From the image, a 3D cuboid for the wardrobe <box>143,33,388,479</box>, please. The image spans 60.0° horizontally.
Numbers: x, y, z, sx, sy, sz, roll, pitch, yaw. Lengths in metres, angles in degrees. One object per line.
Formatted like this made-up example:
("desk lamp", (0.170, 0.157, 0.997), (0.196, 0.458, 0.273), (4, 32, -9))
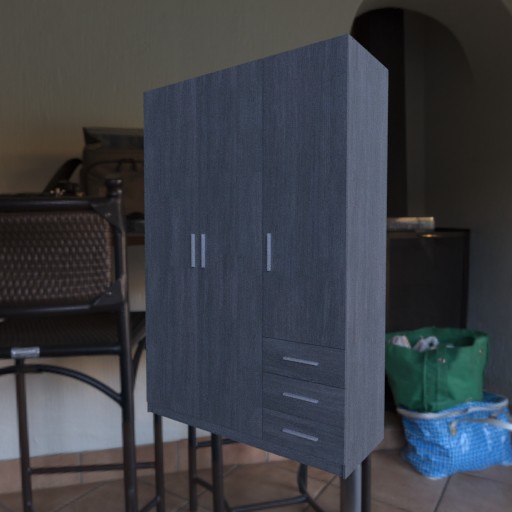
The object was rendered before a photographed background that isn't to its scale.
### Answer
("wardrobe", (0.000, 0.000, 2.462), (1.290, 1.910, 0.510), (2, 3, 36))
